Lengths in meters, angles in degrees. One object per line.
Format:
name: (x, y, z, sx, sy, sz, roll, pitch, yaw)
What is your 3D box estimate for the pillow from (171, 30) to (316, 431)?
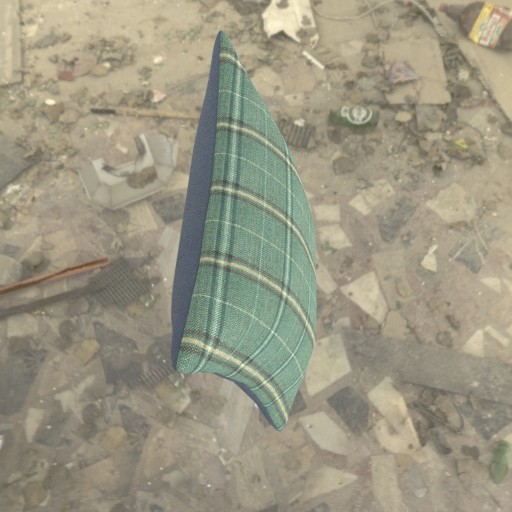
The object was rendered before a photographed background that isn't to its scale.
pillow: (0.000, 0.000, 0.674, 0.200, 0.430, 0.453, 3, 62, 1)
